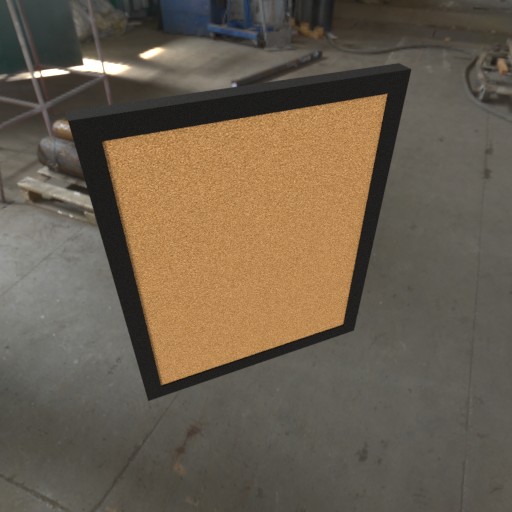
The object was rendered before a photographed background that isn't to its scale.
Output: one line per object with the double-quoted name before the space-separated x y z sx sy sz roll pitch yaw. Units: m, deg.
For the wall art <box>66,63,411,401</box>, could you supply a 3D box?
"wall art" 0.000 0.000 0.743 0.457 0.559 0.029 -15 43 -17
